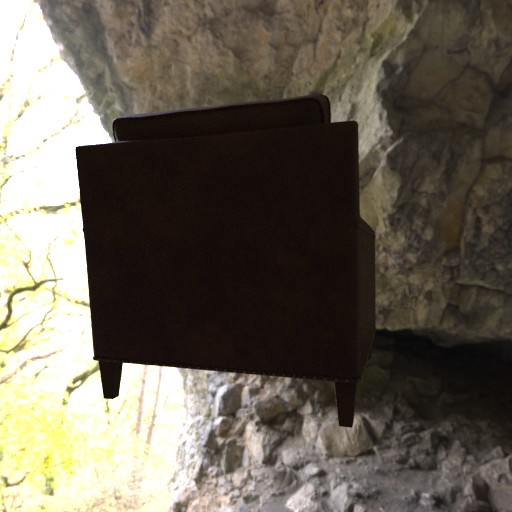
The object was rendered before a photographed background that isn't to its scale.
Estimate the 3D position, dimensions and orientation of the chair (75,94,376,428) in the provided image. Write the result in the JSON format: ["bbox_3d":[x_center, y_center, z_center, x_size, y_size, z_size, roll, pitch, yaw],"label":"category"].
[{"bbox_3d":[0.000,0.000,1.696,0.853,0.929,1.014,0,0,18],"label":"chair"}]
